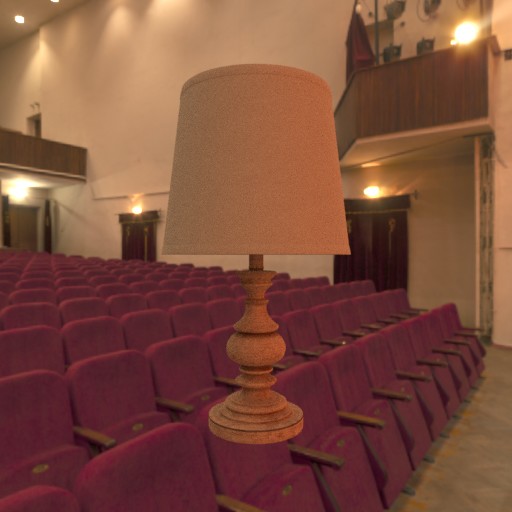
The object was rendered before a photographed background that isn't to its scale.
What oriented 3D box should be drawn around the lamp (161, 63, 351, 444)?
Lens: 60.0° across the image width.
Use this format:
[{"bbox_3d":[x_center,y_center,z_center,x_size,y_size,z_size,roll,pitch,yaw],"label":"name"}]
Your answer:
[{"bbox_3d":[0.000,0.000,0.653,0.273,0.497,0.273,0,0,0],"label":"lamp"}]
